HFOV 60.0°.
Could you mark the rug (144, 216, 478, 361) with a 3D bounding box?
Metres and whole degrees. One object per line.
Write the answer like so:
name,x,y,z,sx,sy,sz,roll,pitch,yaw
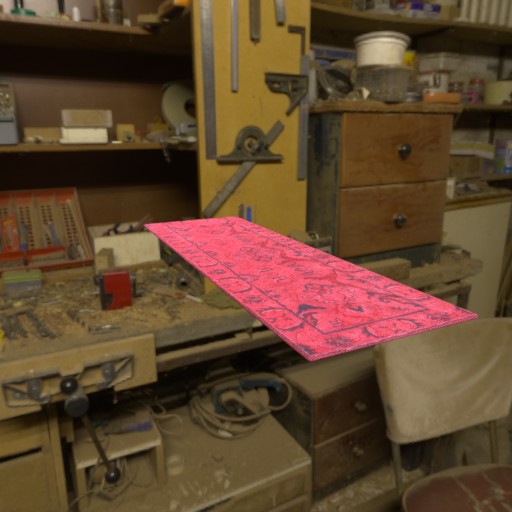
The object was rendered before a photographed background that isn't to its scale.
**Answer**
rug,0.000,0.000,2.676,0.813,0.018,2.439,-8,17,-25
